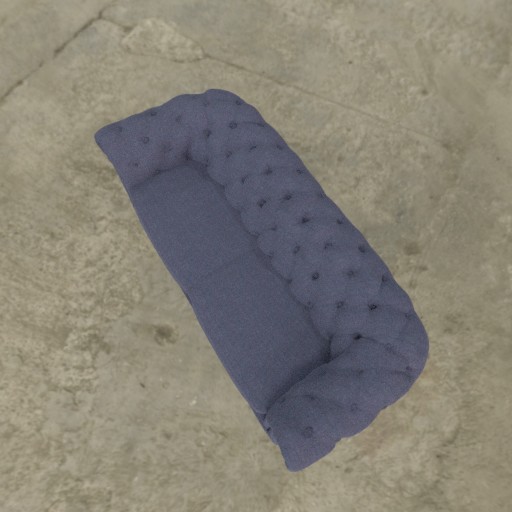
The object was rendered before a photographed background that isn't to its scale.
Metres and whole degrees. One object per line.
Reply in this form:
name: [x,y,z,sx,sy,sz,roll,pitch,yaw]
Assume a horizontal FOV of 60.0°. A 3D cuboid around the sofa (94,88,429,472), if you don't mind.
sofa: [0.000,0.000,2.829,1.046,0.836,2.335,-29,68,-13]
